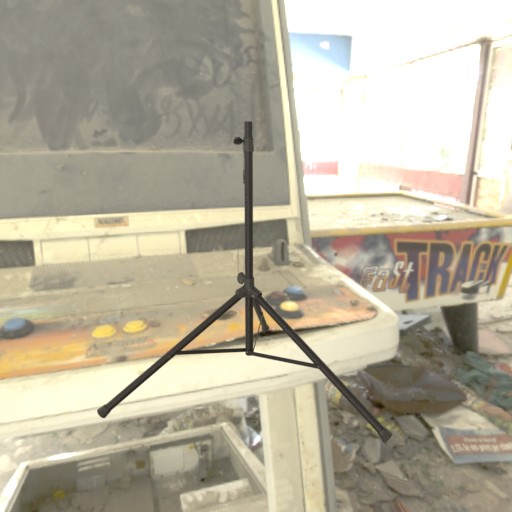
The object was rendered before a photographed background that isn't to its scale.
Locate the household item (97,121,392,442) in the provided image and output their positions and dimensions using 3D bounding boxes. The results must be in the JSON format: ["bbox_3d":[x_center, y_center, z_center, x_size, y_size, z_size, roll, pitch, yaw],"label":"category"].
[{"bbox_3d":[0.000,0.000,2.775,1.596,1.595,1.339,2,15,8],"label":"household item"}]
